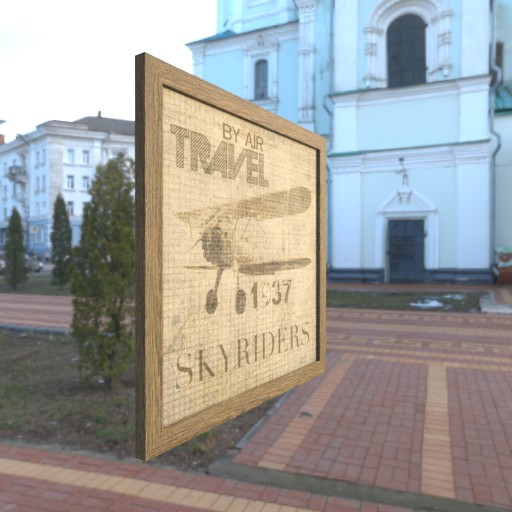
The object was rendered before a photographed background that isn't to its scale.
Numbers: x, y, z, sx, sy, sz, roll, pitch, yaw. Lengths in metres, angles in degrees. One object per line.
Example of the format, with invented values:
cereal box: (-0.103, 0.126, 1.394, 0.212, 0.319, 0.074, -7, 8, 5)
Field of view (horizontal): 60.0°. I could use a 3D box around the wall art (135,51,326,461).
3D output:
wall art: (0.000, 0.000, 0.762, 0.019, 0.508, 0.508, 0, 0, 35)
